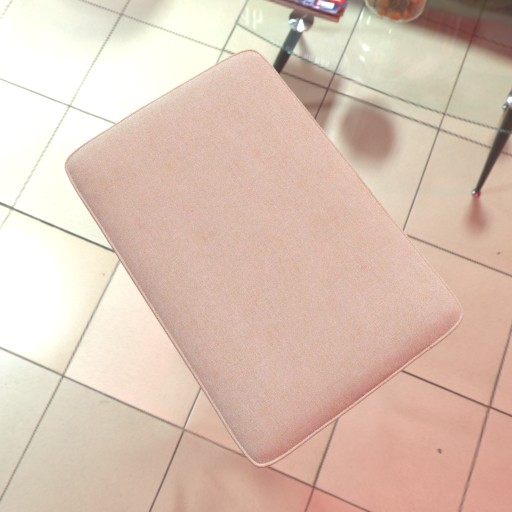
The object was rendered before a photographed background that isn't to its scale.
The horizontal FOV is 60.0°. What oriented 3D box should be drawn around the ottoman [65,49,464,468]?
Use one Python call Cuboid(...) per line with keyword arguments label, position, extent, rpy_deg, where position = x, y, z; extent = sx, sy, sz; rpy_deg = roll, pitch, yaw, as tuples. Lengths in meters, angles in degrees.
Cuboid(label="ottoman", position=(0.000, 0.000, 1.210), extent=(0.583, 0.484, 0.862), rpy_deg=(-34, 79, -7))
